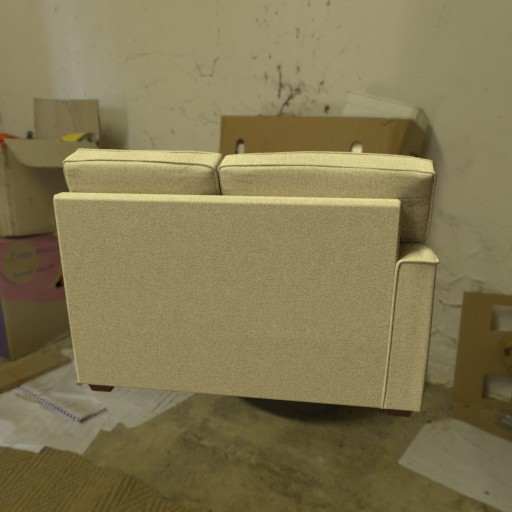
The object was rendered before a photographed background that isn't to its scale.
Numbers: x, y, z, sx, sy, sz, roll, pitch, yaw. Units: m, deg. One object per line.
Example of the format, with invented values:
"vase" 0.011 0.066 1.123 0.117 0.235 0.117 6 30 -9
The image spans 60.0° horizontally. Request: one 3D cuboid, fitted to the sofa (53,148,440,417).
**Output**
"sofa" 0.000 0.000 2.054 1.388 0.989 0.991 2 16 8
